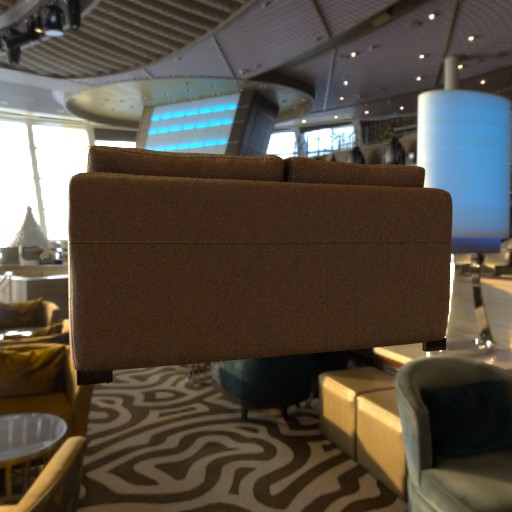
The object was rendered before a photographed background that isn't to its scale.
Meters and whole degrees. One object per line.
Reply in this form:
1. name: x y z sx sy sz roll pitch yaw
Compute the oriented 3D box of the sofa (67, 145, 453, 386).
1. sofa: 0.000 0.000 2.436 1.855 0.980 0.962 -1 2 -19
